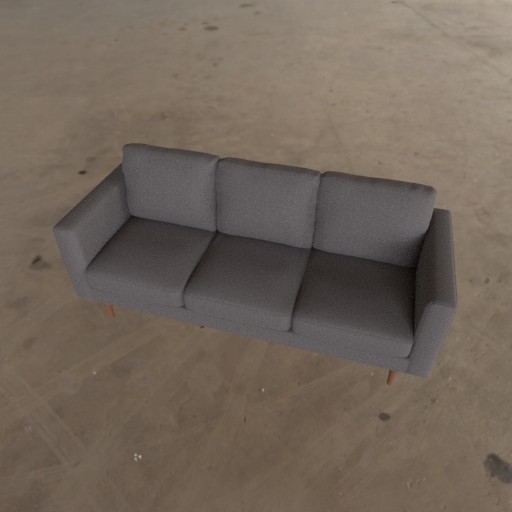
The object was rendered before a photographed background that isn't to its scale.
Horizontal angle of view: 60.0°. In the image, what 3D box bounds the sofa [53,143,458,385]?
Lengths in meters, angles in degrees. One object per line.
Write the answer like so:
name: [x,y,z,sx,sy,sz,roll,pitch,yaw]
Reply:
sofa: [0.000,0.000,2.529,2.029,0.912,0.802,11,42,12]
